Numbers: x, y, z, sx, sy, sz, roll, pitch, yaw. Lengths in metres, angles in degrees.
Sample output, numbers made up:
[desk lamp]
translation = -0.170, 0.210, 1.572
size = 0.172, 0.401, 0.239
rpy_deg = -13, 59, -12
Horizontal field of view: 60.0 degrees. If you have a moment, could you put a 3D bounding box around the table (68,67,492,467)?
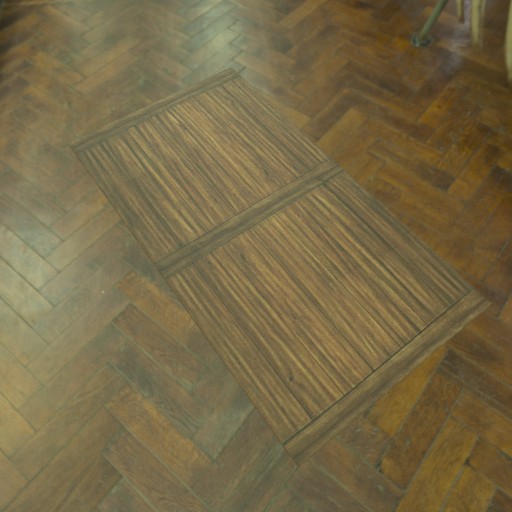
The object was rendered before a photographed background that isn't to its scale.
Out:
[table]
translation = 0.000, 0.000, 2.485
size = 1.071, 0.793, 1.966
rpy_deg = -32, 64, -18
